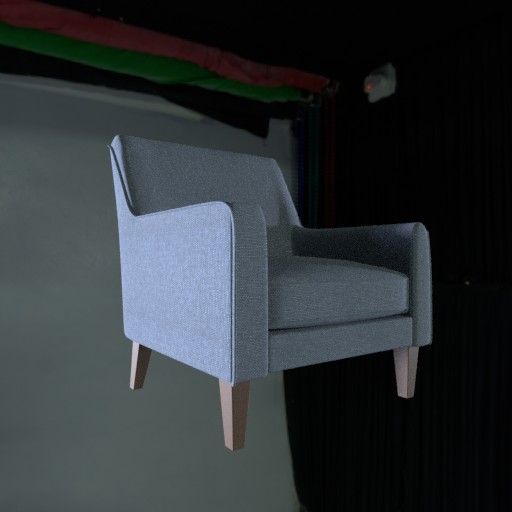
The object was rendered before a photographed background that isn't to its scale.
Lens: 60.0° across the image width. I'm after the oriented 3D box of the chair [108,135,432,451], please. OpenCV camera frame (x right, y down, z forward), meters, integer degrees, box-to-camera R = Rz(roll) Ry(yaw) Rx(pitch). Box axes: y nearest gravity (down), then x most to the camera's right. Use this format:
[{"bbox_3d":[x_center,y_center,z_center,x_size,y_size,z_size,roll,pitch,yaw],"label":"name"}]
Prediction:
[{"bbox_3d":[0.000,0.000,1.562,0.780,0.919,0.899,0,0,-36],"label":"chair"}]
